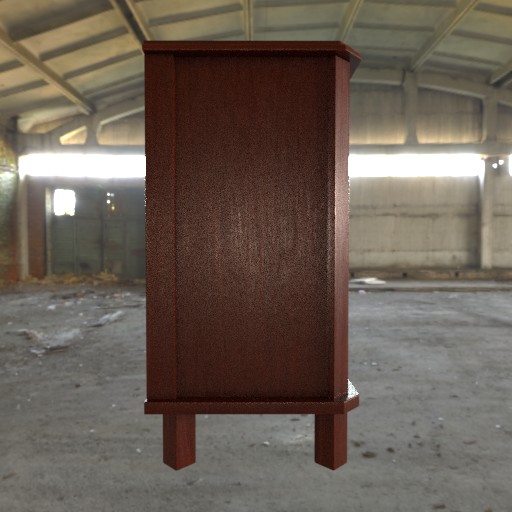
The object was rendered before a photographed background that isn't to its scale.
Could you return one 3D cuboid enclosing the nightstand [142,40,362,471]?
[{"bbox_3d":[0.000,0.000,0.903,0.351,0.681,0.435,0,2,0],"label":"nightstand"}]
